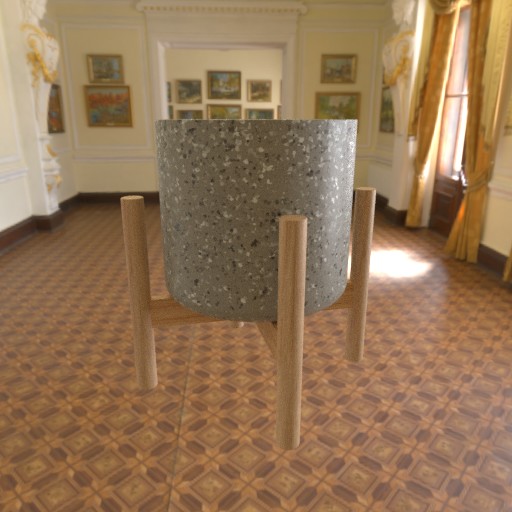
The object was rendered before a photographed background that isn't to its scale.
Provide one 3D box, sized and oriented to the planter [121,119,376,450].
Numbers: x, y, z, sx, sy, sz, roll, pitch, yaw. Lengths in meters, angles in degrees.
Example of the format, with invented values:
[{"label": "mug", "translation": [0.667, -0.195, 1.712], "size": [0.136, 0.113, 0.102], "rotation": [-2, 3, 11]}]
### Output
[{"label": "planter", "translation": [0.000, 0.000, 0.544], "size": [0.284, 0.320, 0.284], "rotation": [3, 17, 9]}]
